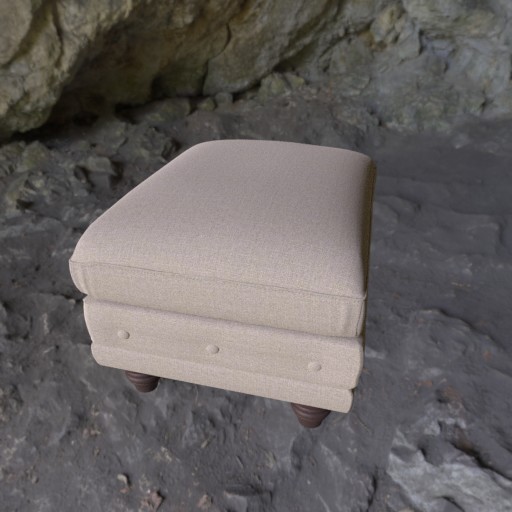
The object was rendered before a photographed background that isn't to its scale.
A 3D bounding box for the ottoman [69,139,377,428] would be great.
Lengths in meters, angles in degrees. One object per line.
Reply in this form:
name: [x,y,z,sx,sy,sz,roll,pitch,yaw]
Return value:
ottoman: [0.000,0.000,1.070,0.541,0.463,0.684,7,30,13]
